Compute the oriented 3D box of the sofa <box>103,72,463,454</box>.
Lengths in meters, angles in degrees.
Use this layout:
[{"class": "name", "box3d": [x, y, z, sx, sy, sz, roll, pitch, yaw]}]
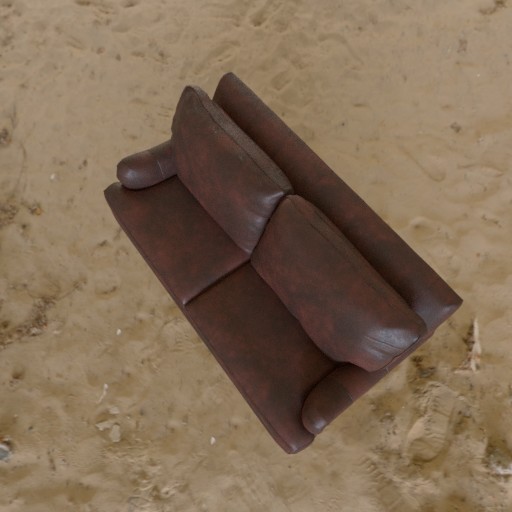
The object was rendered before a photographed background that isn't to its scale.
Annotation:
[{"class": "sofa", "box3d": [0.000, 0.000, 2.853, 1.147, 1.071, 2.144, -34, 69, -15]}]
